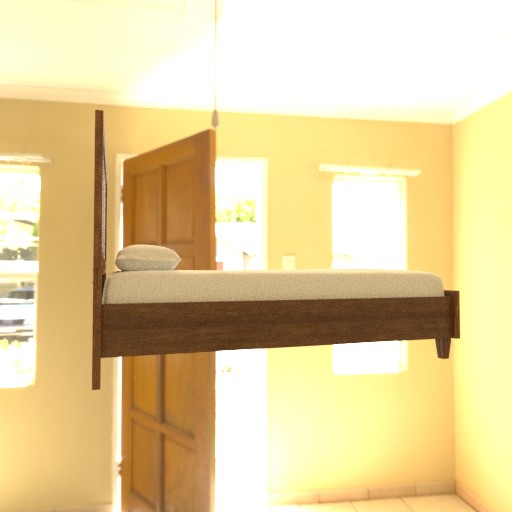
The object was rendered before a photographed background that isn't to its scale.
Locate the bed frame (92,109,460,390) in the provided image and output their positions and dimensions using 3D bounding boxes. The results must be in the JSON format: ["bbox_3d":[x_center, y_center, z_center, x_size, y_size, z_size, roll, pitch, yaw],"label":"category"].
[{"bbox_3d":[0.000,0.000,3.389,2.276,1.417,1.696,1,-2,-18],"label":"bed frame"}]
